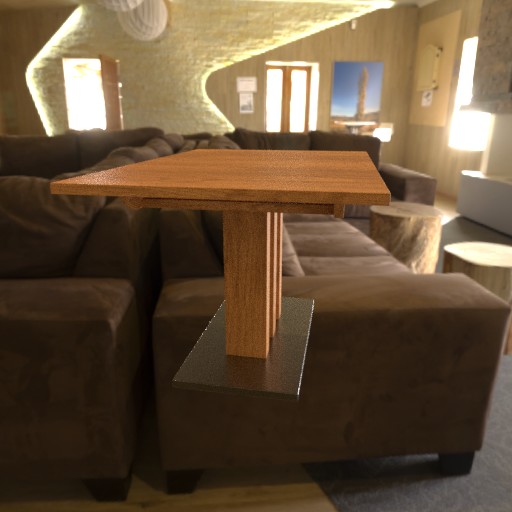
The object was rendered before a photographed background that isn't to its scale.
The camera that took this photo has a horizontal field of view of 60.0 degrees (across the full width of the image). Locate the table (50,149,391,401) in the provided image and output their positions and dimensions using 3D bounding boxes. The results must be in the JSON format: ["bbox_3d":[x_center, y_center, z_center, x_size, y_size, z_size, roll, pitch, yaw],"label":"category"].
[{"bbox_3d":[0.000,0.000,1.855,0.900,0.770,1.300,3,18,10],"label":"table"}]
